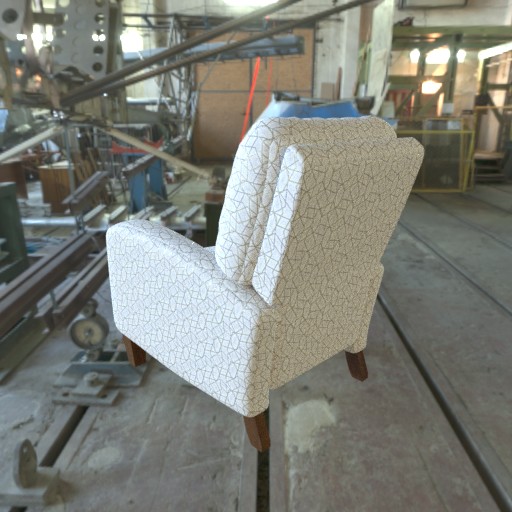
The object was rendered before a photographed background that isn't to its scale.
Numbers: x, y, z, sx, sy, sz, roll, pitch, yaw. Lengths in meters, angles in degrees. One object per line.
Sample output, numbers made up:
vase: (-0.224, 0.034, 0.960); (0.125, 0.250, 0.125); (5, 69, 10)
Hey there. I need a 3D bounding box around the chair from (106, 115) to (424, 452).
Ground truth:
chair: (0.000, 0.000, 1.757); (0.796, 1.064, 0.995); (-16, 24, -41)
